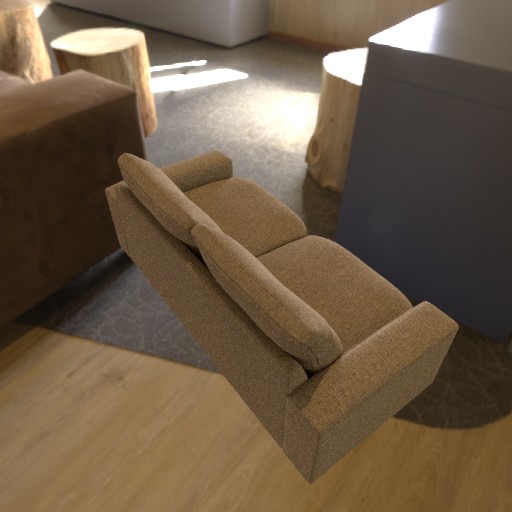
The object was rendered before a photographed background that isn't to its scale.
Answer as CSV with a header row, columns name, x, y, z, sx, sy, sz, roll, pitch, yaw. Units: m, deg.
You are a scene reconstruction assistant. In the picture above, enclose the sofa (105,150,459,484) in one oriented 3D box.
name,x,y,z,sx,sy,sz,roll,pitch,yaw
sofa,0.000,0.000,2.825,1.040,0.922,2.299,-26,48,-26
